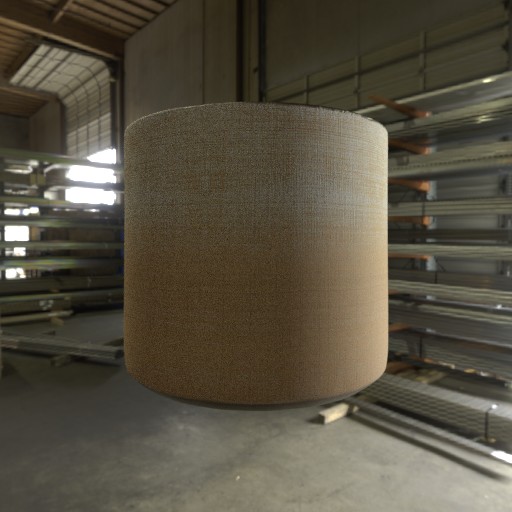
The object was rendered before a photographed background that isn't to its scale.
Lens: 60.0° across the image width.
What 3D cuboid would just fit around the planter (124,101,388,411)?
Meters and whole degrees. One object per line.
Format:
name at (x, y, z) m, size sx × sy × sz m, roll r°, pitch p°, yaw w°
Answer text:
planter at (0.000, 0.000, 0.384) m, size 0.221 × 0.201 × 0.221 m, roll 0°, pitch 2°, yaw 0°
